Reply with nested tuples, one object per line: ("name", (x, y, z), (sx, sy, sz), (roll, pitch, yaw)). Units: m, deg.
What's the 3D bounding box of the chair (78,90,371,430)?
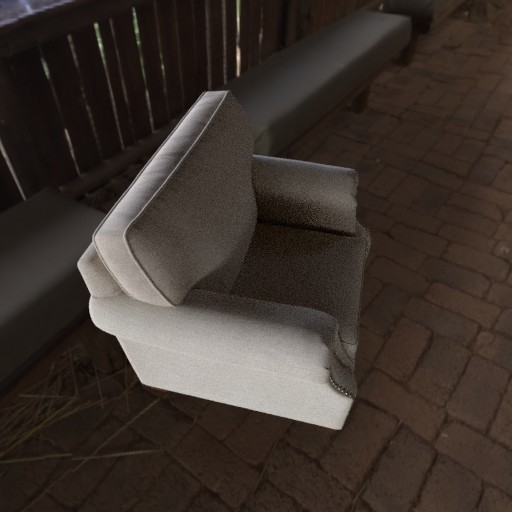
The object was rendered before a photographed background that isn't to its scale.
("chair", (0.000, 0.000, 1.849), (0.965, 0.961, 1.092), (10, 46, 10))
